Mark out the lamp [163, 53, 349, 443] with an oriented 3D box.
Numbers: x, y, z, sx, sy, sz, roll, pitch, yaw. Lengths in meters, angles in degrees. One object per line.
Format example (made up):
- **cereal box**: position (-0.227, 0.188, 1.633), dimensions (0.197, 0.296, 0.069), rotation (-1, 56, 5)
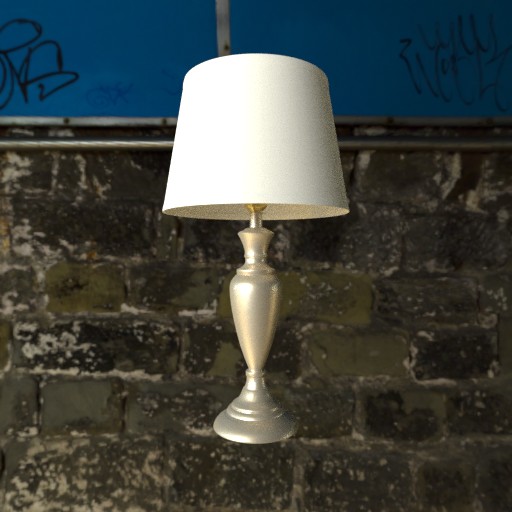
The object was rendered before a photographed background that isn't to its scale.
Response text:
- **lamp**: position (0.000, 0.000, 0.796), dimensions (0.328, 0.612, 0.328), rotation (0, 0, 0)
